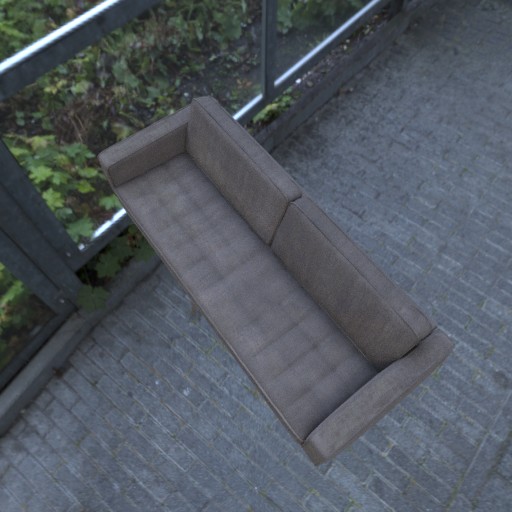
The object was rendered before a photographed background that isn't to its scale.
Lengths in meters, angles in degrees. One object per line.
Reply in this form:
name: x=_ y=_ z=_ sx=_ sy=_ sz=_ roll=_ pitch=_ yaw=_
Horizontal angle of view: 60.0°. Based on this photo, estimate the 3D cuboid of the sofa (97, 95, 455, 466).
sofa: x=0.000 y=0.000 z=2.716 sx=0.923 sy=0.813 sz=2.295 roll=-34 pitch=67 yaw=-16
